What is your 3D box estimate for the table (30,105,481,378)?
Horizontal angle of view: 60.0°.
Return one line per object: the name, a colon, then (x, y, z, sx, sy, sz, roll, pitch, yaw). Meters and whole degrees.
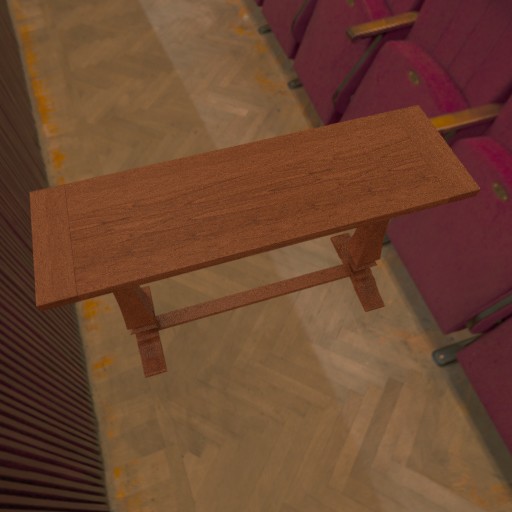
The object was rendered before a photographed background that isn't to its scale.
table: (0.000, 0.000, 1.878, 1.478, 0.852, 0.461, -15, 60, -9)
